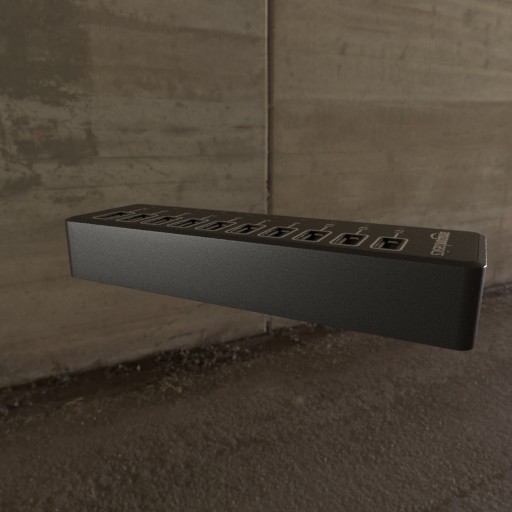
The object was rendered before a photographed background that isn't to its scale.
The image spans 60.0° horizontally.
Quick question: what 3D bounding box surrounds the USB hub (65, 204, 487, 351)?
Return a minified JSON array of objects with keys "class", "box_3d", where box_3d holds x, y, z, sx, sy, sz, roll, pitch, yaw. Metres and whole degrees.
[{"class":"USB hub","box_3d":[0.000,0.000,0.159,0.145,0.023,0.044,7,17,25]}]
